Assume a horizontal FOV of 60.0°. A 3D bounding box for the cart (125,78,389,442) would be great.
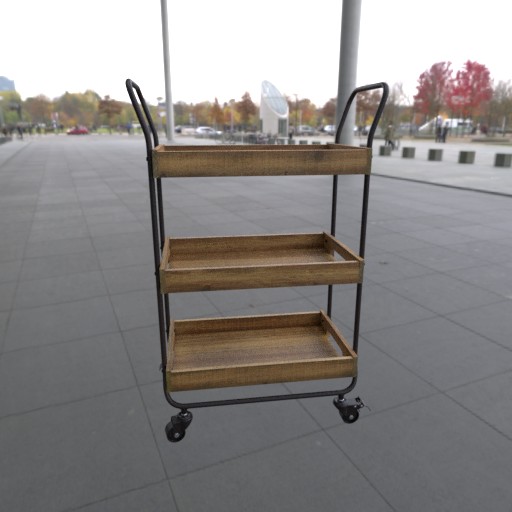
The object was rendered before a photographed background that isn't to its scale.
[{"bbox_3d":[0.000,0.000,1.174,0.583,0.857,0.339,-2,17,-8],"label":"cart"}]
